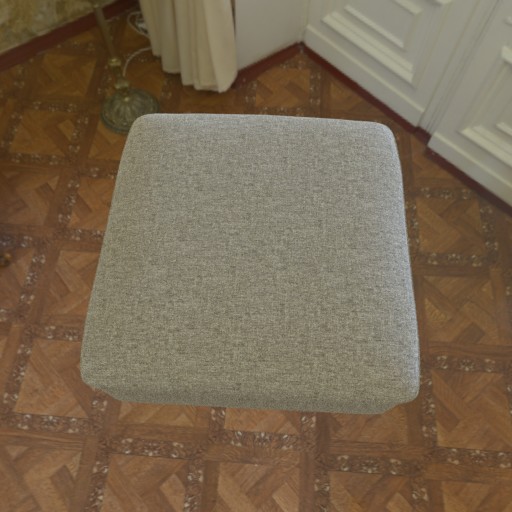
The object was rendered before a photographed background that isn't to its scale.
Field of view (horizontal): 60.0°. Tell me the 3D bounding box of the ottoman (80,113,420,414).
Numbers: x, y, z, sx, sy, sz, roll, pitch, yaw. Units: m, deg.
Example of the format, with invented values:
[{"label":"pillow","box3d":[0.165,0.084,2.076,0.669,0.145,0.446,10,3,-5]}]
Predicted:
[{"label":"ottoman","box3d":[0.000,0.000,1.628,1.035,0.526,1.039,3,65,1]}]
